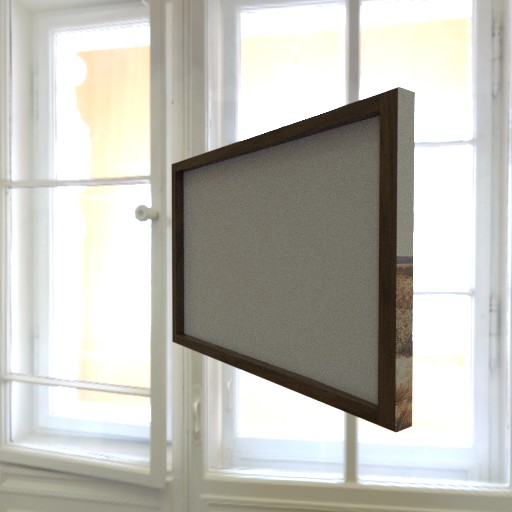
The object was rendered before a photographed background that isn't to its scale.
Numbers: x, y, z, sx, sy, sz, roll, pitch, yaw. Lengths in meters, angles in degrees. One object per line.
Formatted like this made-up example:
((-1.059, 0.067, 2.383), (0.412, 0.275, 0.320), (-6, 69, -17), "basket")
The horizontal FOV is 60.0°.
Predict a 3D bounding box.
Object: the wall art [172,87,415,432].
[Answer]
((0.000, 0.000, 1.164), (0.050, 0.610, 0.914), (-1, 2, -36), "wall art")
